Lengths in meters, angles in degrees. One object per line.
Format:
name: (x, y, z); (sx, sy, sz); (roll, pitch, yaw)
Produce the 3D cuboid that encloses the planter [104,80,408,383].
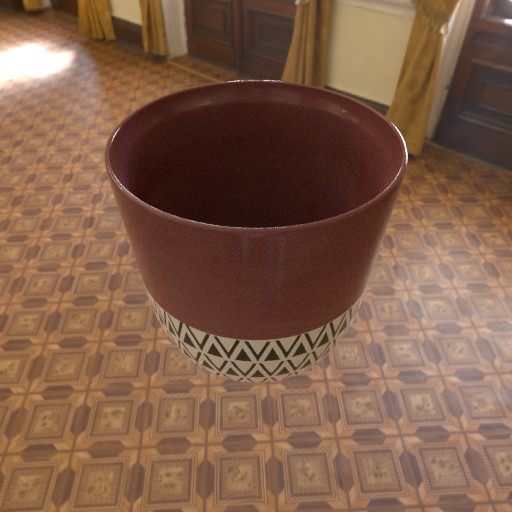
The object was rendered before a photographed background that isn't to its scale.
planter: (0.000, 0.000, 0.365); (0.195, 0.214, 0.195); (0, 43, 0)
